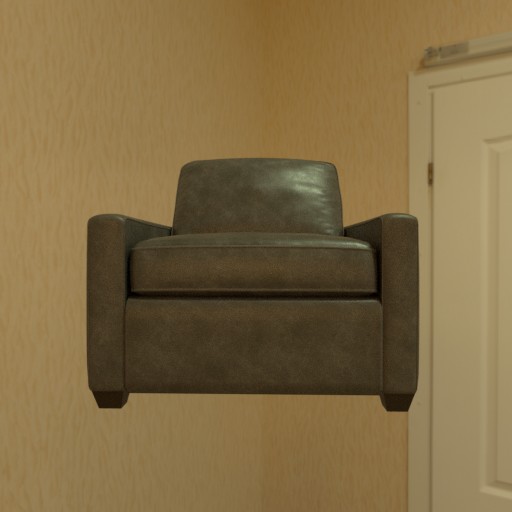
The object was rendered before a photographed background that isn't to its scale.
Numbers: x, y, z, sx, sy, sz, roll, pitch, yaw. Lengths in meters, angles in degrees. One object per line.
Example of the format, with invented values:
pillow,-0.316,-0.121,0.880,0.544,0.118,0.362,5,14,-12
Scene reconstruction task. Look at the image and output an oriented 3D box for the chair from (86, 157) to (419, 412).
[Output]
chair,0.000,0.000,1.760,1.006,0.916,0.939,0,1,2
